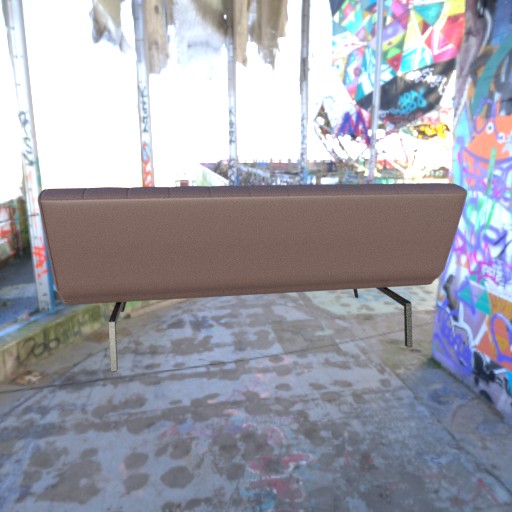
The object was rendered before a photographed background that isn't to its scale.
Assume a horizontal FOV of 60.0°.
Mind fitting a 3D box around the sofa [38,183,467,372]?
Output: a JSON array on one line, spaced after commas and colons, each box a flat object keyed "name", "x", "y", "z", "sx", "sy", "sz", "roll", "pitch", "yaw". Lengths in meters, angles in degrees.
[{"name": "sofa", "x": 0.000, "y": 0.000, "z": 2.108, "sx": 1.703, "sy": 0.699, "sz": 0.747, "roll": -2, "pitch": 13, "yaw": -10}]
